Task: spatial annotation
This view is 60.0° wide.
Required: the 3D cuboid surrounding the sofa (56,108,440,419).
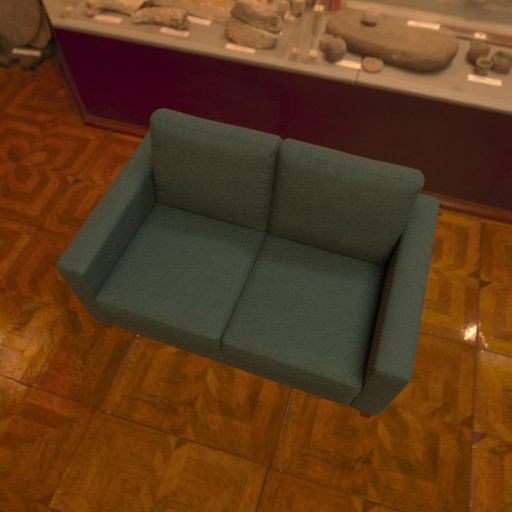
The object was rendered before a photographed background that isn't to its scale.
[{"bbox_3d":[0.000,0.000,2.099,1.489,0.903,0.955,16,59,10],"label":"sofa"}]
